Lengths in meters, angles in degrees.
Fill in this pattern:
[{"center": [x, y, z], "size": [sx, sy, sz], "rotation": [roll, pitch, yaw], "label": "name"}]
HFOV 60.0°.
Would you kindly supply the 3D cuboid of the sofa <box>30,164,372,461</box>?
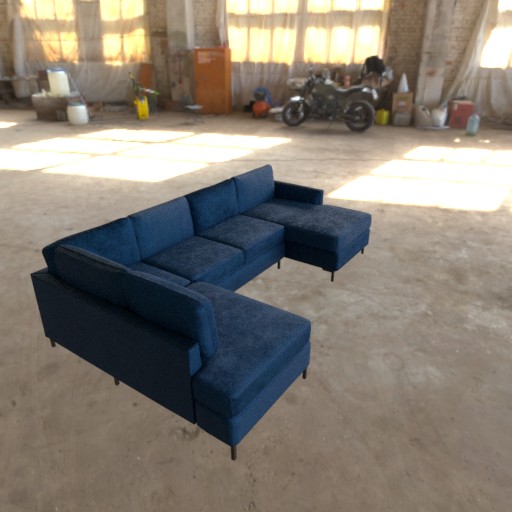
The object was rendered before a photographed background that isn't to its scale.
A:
[{"center": [0.000, 0.000, 4.350], "size": [2.055, 0.992, 3.434], "rotation": [17, 30, 31], "label": "sofa"}]
